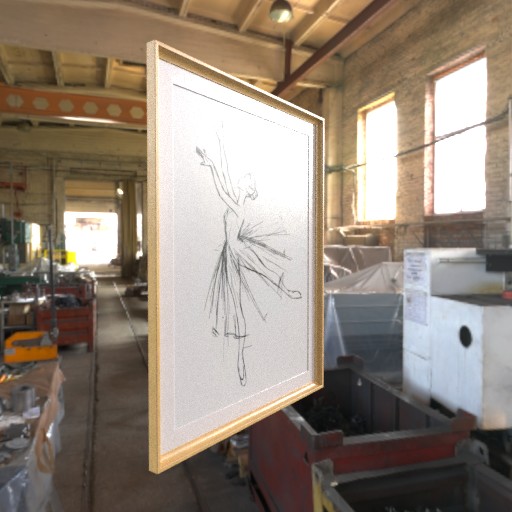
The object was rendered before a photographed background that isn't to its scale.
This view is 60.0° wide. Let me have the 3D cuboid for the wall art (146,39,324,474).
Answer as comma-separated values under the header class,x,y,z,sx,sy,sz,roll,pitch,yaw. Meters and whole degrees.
class,x,y,z,sx,sy,sz,roll,pitch,yaw
wall art,0.000,0.000,1.346,0.030,1.002,0.798,1,2,37
